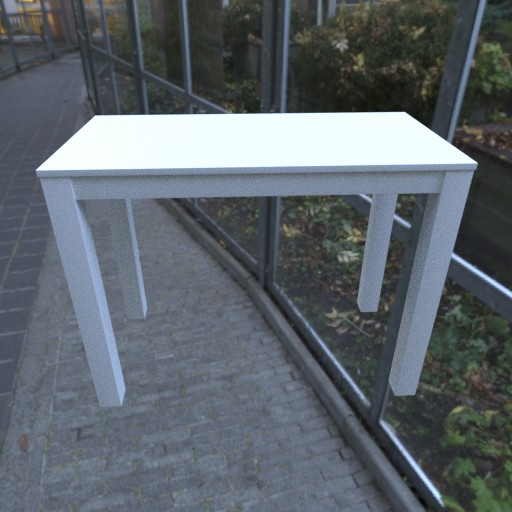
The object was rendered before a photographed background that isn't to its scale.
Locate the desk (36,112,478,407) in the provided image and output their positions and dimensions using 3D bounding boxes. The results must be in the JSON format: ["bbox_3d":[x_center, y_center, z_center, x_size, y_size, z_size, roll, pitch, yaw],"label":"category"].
[{"bbox_3d":[0.000,0.000,1.399,0.990,0.762,0.497,-1,31,-2],"label":"desk"}]
